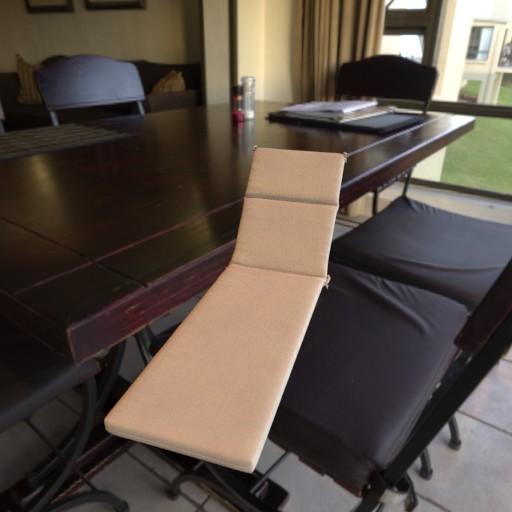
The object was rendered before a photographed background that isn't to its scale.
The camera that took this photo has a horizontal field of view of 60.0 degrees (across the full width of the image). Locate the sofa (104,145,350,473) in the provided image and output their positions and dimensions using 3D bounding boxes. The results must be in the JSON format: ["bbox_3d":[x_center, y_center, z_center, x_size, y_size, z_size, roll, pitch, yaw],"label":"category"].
[{"bbox_3d":[0.000,0.000,1.961,0.582,0.622,1.663,8,28,16],"label":"sofa"}]
